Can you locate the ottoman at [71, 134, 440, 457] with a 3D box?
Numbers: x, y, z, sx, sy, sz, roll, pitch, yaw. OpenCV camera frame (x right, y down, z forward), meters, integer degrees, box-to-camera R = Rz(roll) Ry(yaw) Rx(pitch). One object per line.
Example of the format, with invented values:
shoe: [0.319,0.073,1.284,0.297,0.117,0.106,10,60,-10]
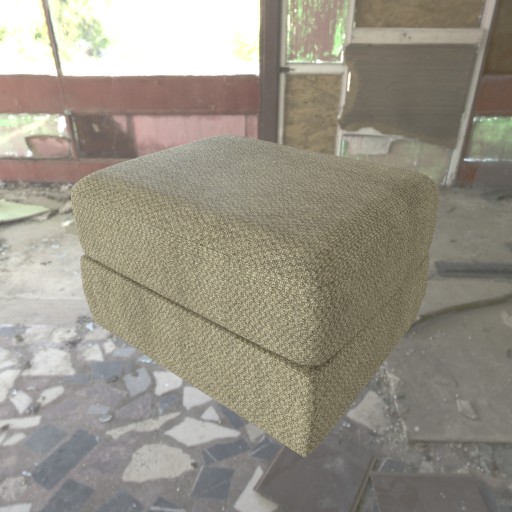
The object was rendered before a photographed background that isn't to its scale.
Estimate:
ottoman: [0.000,0.000,1.156,0.751,0.476,0.603,21,35,33]
